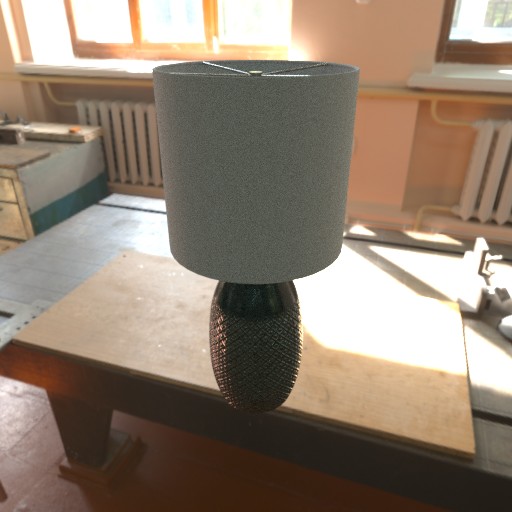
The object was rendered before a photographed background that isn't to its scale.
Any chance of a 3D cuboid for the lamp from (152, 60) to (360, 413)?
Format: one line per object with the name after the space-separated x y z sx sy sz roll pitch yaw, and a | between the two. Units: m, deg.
0.000 0.000 0.575 0.217 0.453 0.217 -19 33 -32 | lamp
